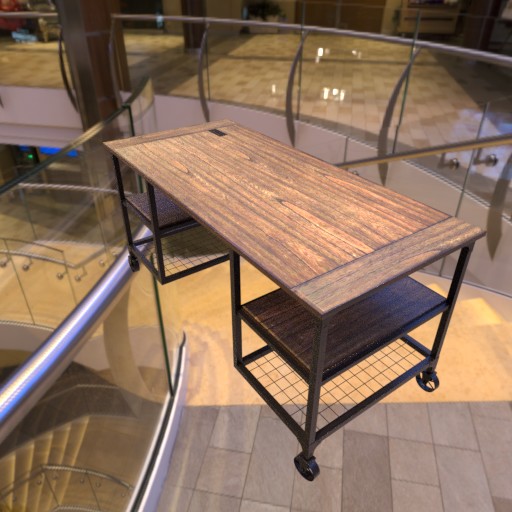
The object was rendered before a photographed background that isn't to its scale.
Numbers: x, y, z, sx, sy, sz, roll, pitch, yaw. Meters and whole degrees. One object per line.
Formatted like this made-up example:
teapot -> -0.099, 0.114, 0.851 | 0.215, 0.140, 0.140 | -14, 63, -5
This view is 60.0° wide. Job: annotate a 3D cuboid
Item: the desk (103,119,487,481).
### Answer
desk -> 0.000, 0.000, 1.983 | 0.711, 0.751, 1.590 | -21, 38, -29
